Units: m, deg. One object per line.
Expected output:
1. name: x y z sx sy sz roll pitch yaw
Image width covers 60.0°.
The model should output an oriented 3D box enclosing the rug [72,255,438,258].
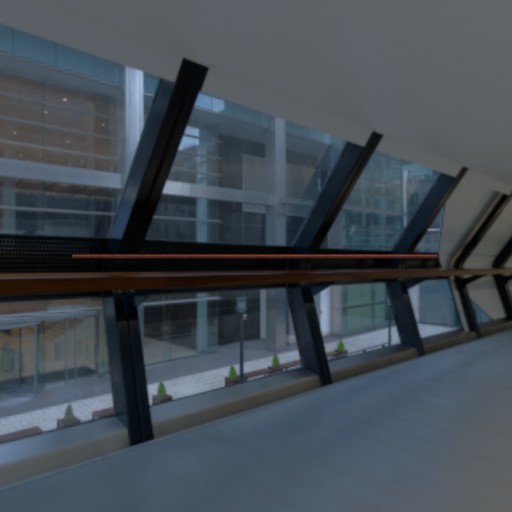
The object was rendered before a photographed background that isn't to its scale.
1. rug: 0.000 0.000 3.060 1.524 0.014 2.438 0 0 0
